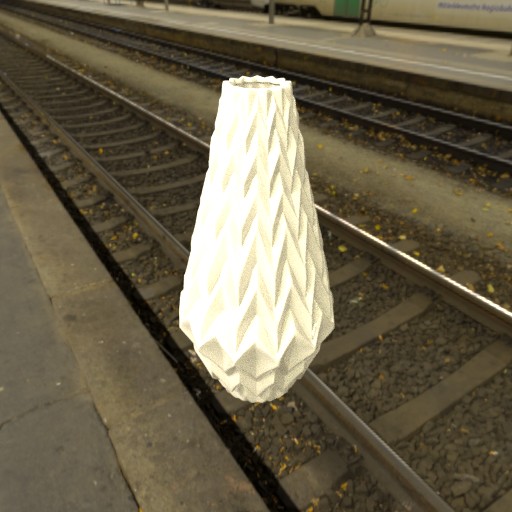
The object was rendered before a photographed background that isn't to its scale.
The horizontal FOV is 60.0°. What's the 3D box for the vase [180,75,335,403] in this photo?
[{"bbox_3d":[0.000,0.000,0.440,0.167,0.328,0.167,0,32,0],"label":"vase"}]
